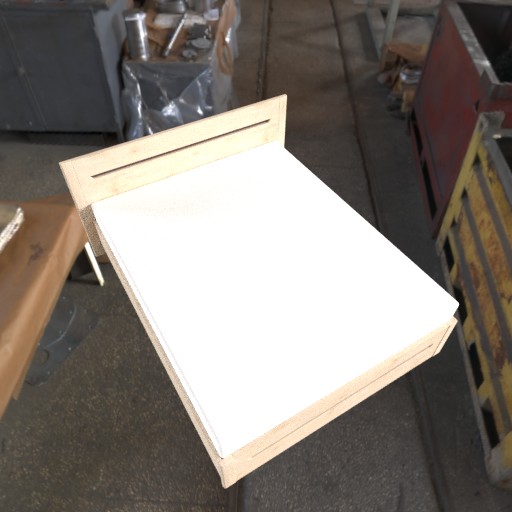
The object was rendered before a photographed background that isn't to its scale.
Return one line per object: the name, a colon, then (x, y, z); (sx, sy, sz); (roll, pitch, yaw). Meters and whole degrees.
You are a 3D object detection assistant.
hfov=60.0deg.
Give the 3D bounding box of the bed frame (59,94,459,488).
bed frame: (0.000, 0.000, 2.978); (1.800, 0.900, 2.080); (-24, 52, -20)
